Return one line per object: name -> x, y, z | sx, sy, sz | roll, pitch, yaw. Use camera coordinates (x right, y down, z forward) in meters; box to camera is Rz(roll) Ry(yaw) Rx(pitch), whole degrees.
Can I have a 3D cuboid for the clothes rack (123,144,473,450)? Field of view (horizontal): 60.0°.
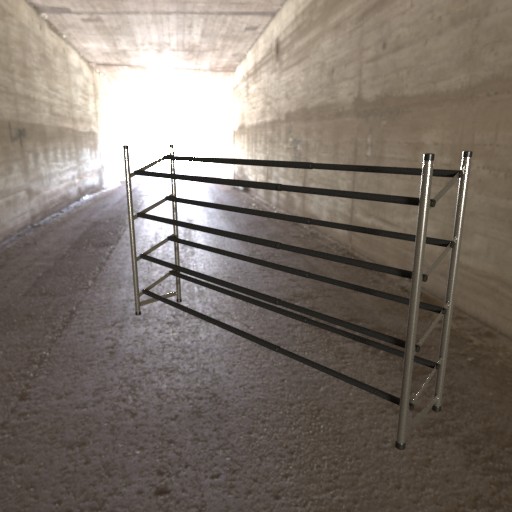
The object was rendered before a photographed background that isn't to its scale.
clothes rack -> 0.000, 0.000, 1.409 | 1.168, 0.672, 0.229 | 14, 21, 42
